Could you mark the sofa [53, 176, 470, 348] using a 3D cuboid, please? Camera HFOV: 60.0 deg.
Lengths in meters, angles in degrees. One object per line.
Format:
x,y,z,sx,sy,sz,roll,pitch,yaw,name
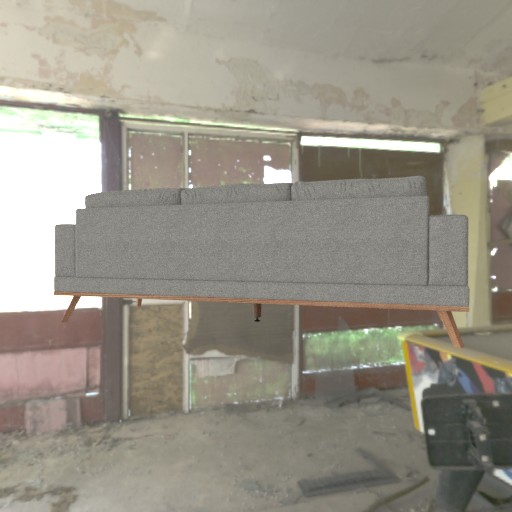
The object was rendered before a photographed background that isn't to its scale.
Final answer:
0.000,0.000,2.751,2.310,0.810,0.920,0,1,19,sofa
